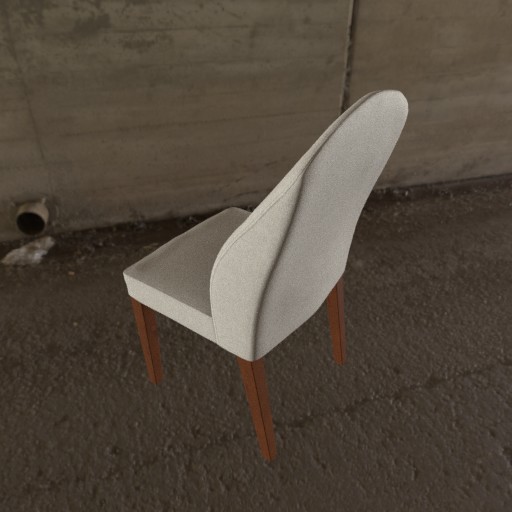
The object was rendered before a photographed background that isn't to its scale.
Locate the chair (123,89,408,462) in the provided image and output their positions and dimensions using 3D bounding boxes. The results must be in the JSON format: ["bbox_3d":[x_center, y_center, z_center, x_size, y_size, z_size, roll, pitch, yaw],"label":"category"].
[{"bbox_3d":[0.000,0.000,1.162,0.540,0.893,0.472,21,39,29],"label":"chair"}]
